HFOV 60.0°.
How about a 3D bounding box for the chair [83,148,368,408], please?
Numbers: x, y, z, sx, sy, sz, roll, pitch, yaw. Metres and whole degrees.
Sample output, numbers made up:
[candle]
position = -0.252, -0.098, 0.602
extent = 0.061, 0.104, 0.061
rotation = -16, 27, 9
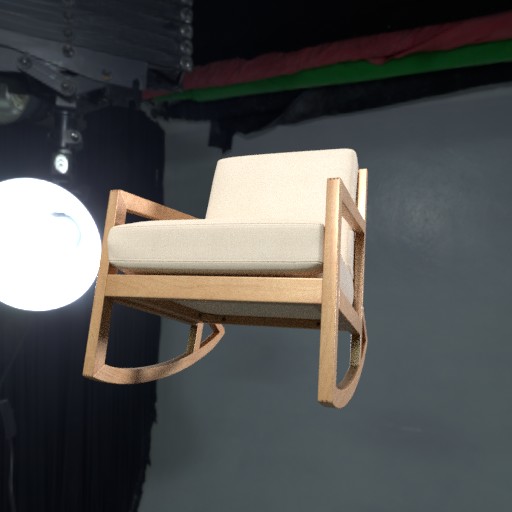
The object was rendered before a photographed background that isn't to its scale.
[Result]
[chair]
position = 0.000, 0.000, 1.409
extent = 0.622, 0.790, 0.857
rotation = 0, 0, 19
